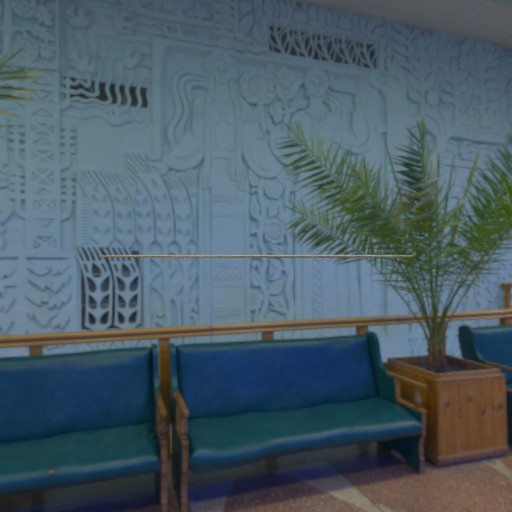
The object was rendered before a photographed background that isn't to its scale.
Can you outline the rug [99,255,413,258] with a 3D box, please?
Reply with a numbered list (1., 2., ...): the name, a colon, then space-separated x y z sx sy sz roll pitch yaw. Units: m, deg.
1. rug: 0.000 0.000 3.667 2.444 0.015 2.444 0 0 0
